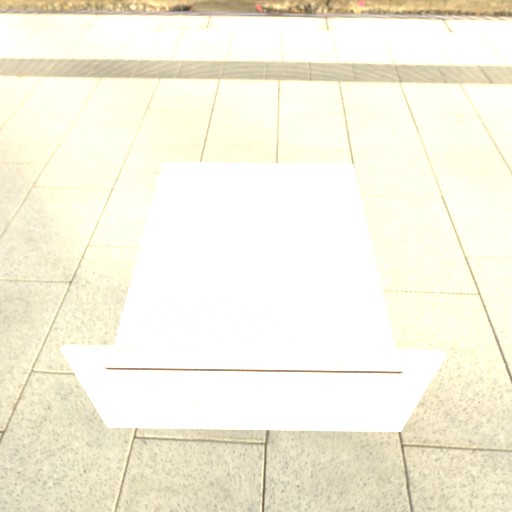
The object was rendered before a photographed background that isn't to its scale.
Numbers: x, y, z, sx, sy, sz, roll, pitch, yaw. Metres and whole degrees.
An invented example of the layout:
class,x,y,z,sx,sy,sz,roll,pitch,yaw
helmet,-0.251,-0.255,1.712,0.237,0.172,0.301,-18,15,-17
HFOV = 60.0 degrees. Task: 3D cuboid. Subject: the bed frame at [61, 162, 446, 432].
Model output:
class,x,y,z,sx,sy,sz,roll,pitch,yaw
bed frame,0.000,0.000,3.104,1.800,0.900,2.080,1,47,1
